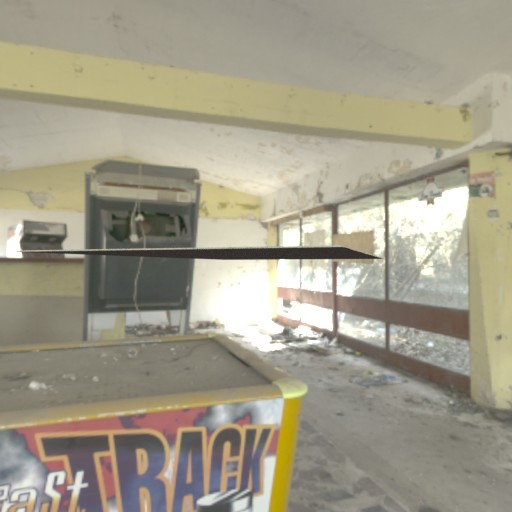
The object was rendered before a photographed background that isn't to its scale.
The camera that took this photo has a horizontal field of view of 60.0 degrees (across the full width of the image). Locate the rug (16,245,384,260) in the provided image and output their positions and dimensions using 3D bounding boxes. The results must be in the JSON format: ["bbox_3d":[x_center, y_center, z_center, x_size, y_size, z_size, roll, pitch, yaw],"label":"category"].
[{"bbox_3d":[0.000,0.000,2.946,1.507,0.007,2.433,0,-2,19],"label":"rug"}]
